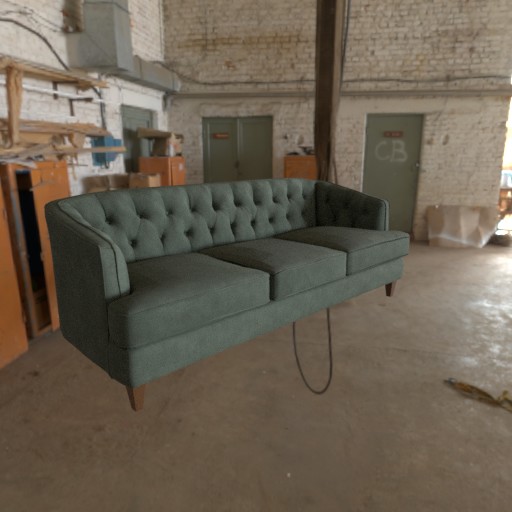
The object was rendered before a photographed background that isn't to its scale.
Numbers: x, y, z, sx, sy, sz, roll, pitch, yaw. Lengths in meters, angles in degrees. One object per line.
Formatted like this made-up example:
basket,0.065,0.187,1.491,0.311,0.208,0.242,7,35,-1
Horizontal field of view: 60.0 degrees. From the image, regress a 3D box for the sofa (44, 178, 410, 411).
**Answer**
sofa,0.000,0.000,2.750,2.278,0.855,0.941,-13,19,-43
